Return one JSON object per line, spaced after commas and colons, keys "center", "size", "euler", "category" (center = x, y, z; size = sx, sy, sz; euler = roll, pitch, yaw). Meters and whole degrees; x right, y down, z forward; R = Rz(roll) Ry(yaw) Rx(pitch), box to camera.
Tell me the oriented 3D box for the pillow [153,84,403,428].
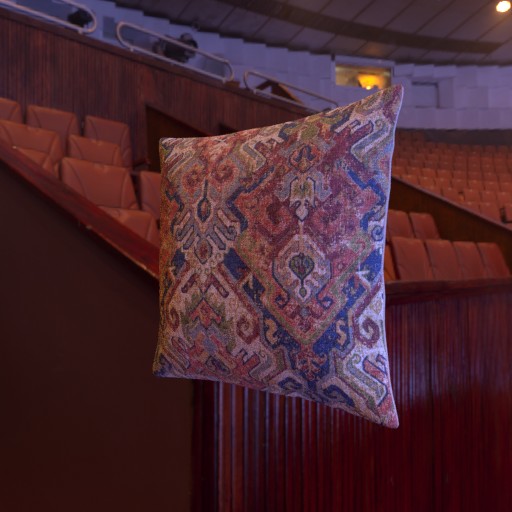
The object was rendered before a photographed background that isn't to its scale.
{"center": [0.000, 0.000, 0.799], "size": [0.523, 0.506, 0.166], "euler": [0, -1, 35], "category": "pillow"}
